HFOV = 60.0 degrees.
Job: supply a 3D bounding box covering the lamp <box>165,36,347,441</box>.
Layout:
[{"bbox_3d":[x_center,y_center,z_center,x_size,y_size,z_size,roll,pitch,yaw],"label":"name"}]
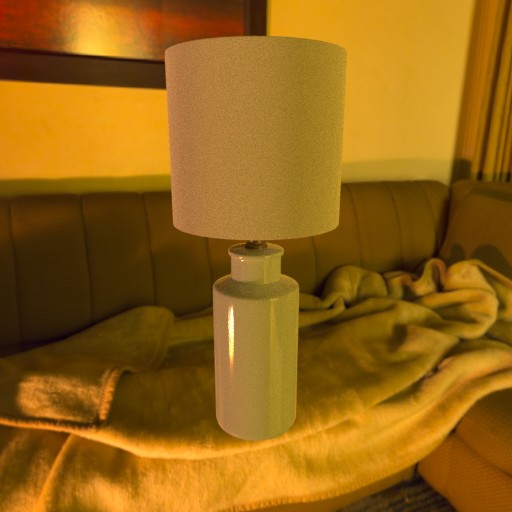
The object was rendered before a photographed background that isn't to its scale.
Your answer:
[{"bbox_3d":[0.000,0.000,0.589,0.212,0.493,0.212,15,21,43],"label":"lamp"}]
